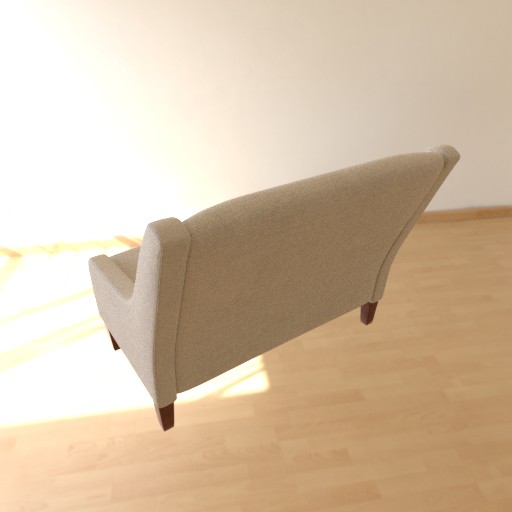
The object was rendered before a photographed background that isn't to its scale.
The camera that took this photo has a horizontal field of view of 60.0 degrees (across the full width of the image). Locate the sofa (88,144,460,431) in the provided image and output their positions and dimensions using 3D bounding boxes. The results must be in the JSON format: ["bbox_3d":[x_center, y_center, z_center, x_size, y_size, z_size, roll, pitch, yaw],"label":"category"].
[{"bbox_3d":[0.000,0.000,1.901,1.212,0.976,0.946,-19,35,-30],"label":"sofa"}]
